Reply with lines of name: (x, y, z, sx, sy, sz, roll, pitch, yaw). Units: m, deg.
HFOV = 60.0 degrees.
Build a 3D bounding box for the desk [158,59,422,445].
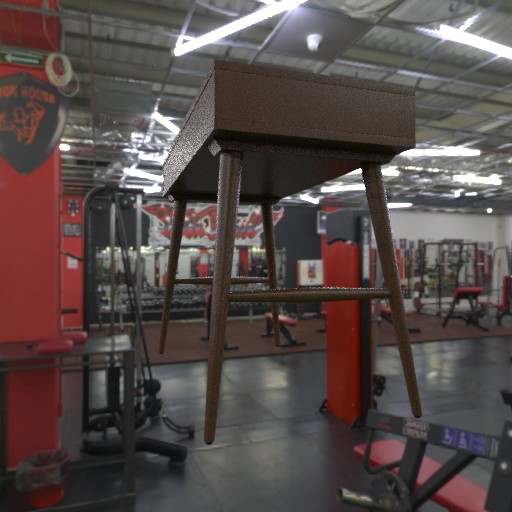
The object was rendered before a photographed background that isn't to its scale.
desk: (0.000, 0.000, 1.389, 0.510, 0.758, 0.949, 0, -1, -18)
